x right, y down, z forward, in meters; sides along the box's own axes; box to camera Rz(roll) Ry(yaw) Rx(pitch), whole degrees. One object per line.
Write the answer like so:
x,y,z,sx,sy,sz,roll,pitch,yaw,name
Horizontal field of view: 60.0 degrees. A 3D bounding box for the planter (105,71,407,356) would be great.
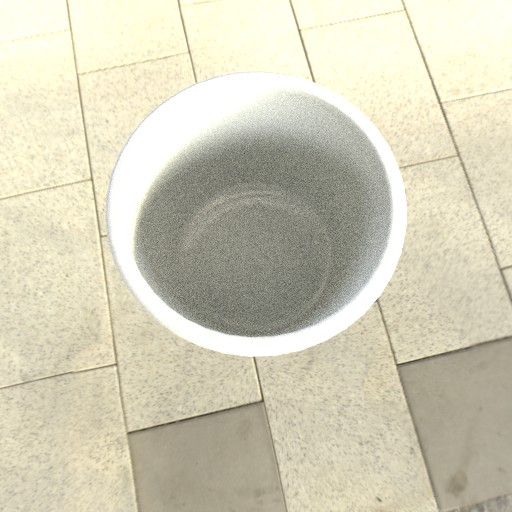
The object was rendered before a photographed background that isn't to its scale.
0.000,0.000,0.582,0.265,0.404,0.265,-14,77,-4,planter
